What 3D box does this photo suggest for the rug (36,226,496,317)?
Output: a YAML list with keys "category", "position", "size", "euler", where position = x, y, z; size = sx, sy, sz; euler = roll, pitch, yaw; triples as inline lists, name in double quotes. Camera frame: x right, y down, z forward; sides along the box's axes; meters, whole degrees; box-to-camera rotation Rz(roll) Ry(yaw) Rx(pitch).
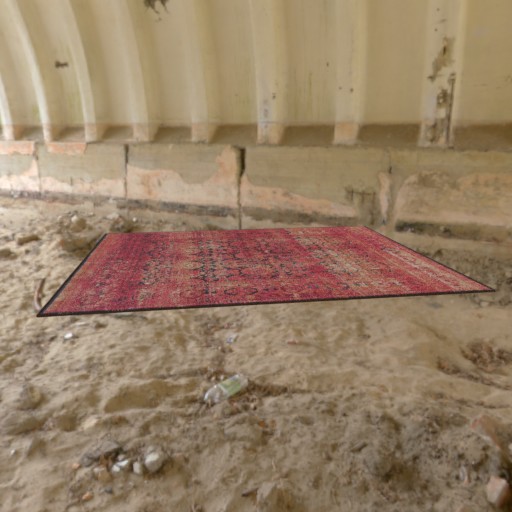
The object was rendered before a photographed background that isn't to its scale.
- category: "rug"
  position: [0.000, 0.000, 4.011]
  size: [3.032, 0.020, 2.411]
  euler: [-2, 15, -8]
